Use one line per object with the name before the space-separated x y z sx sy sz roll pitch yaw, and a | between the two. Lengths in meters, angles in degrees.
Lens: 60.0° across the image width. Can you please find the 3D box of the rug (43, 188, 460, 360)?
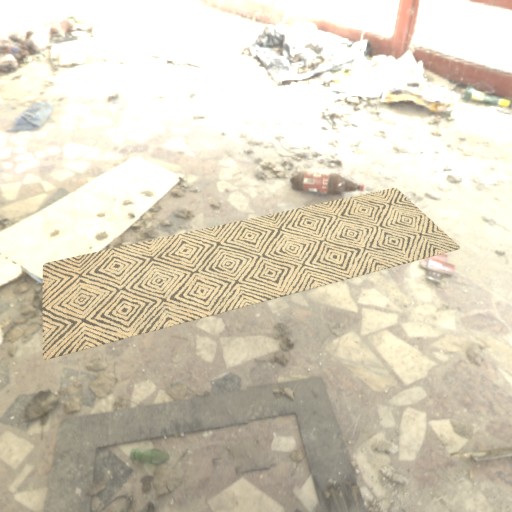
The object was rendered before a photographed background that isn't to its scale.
rug | 0.000 0.000 2.515 2.277 0.008 0.676 -13 44 -15
